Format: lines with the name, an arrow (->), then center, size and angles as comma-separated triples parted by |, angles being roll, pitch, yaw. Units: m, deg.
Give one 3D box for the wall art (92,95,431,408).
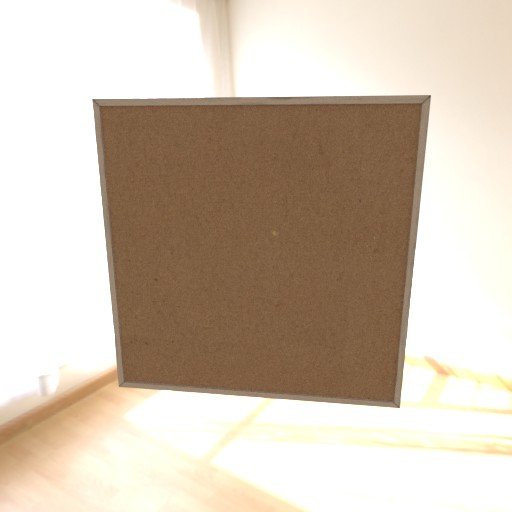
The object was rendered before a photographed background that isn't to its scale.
wall art -> 0.000, 0.000, 0.454 | 0.305, 0.305, 0.038 | 2, 16, 7
